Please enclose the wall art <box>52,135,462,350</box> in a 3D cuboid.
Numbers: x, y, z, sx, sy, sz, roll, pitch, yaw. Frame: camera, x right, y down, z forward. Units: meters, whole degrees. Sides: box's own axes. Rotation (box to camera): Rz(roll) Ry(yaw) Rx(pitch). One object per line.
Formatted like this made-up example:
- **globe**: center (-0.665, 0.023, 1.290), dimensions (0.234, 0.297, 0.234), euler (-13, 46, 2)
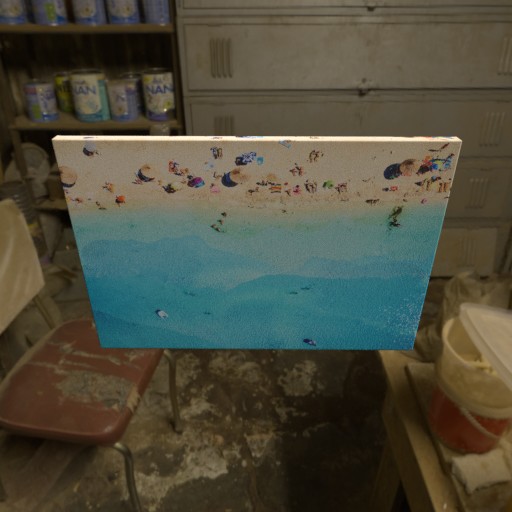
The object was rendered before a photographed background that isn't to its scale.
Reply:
- **wall art**: center (0.000, 0.000, 1.437), dimensions (1.136, 0.769, 0.040), euler (0, 31, 1)
